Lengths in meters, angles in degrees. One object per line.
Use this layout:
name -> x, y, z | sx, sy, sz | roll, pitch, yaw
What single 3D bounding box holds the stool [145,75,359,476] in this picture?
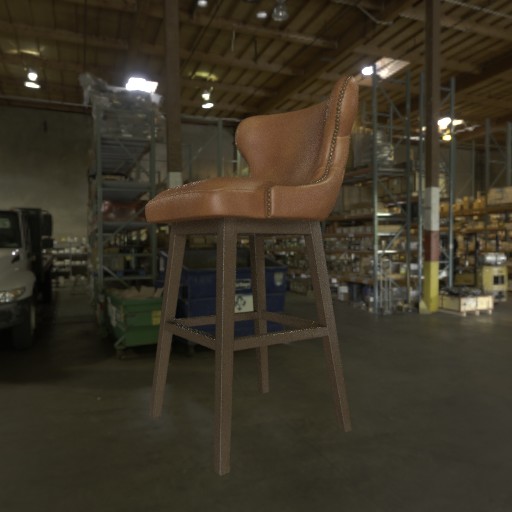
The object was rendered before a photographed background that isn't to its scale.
stool -> 0.000, 0.000, 1.447 | 0.606, 1.087, 0.591 | -1, 2, -35
